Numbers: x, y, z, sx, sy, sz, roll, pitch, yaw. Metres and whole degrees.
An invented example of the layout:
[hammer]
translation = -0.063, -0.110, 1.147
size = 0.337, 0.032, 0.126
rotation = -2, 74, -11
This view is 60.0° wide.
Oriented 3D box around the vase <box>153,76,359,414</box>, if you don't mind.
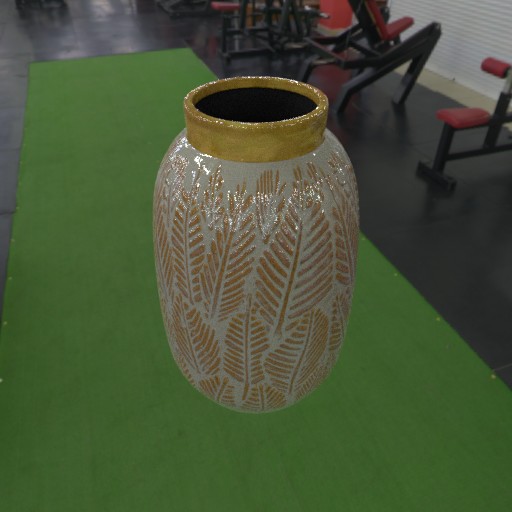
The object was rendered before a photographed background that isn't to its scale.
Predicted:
[vase]
translation = 0.000, 0.000, 0.379
size = 0.172, 0.270, 0.172
rotation = 0, 39, 0
